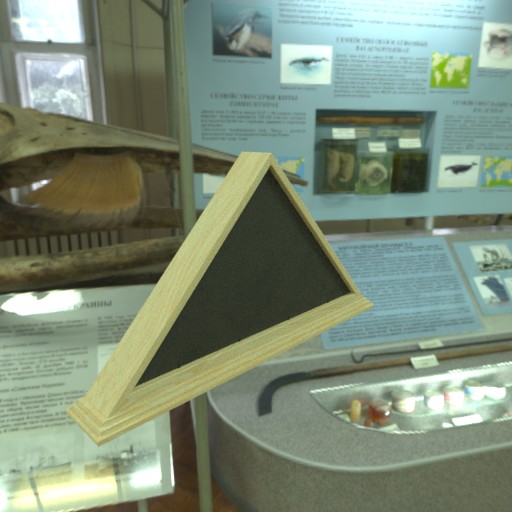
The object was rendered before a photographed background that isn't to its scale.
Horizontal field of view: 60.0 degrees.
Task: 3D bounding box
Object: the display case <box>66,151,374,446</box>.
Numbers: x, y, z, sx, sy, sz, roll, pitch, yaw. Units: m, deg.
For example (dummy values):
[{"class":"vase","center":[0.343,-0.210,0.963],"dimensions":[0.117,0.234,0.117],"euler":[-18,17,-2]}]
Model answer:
[{"class":"display case","center":[0.000,0.000,0.747],"dimensions":[0.640,0.340,0.095],"euler":[-15,22,-43]}]
